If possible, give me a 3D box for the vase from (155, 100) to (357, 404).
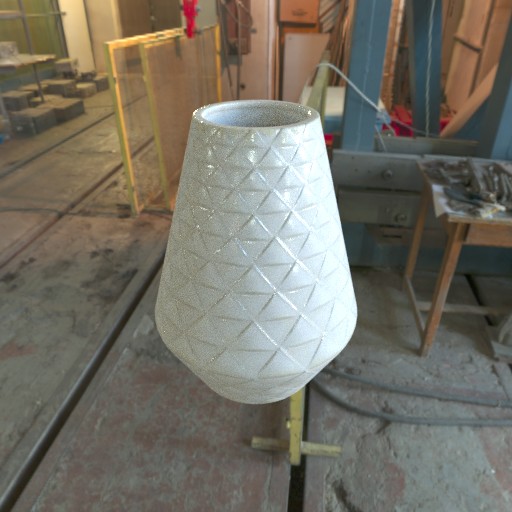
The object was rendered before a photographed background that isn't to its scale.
[{"bbox_3d":[0.000,0.000,0.365,0.175,0.230,0.175,0,31,0],"label":"vase"}]
